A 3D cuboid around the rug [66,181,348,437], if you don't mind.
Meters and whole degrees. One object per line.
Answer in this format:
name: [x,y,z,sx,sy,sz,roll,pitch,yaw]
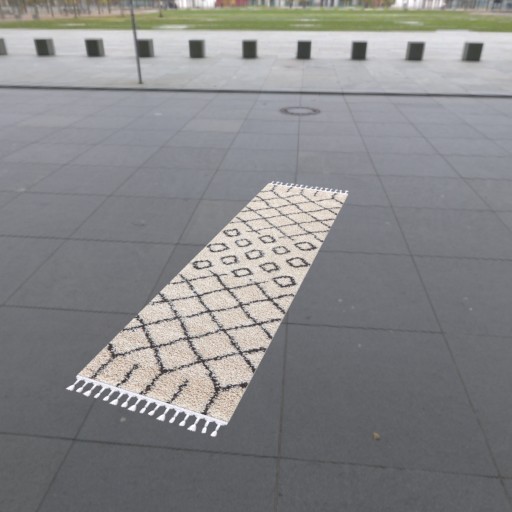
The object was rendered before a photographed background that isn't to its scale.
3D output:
rug: [0.000,0.000,2.613,0.660,0.005,2.464,11,31,18]
